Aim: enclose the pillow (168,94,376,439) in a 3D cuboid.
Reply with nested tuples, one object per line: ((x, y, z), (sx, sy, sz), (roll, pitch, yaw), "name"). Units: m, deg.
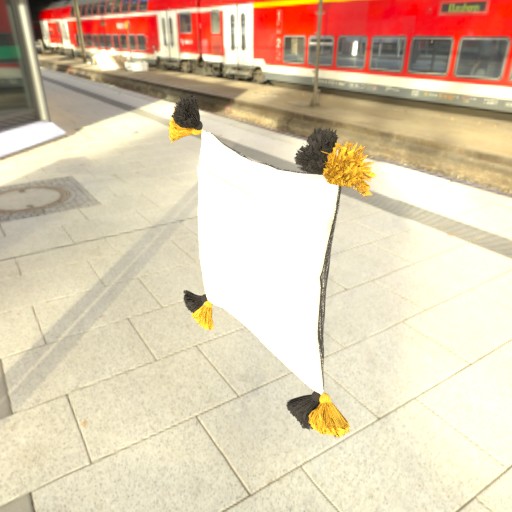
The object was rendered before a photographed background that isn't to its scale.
((0.000, 0.000, 1.005), (0.139, 0.659, 0.654), (-18, 32, -31), "pillow")
